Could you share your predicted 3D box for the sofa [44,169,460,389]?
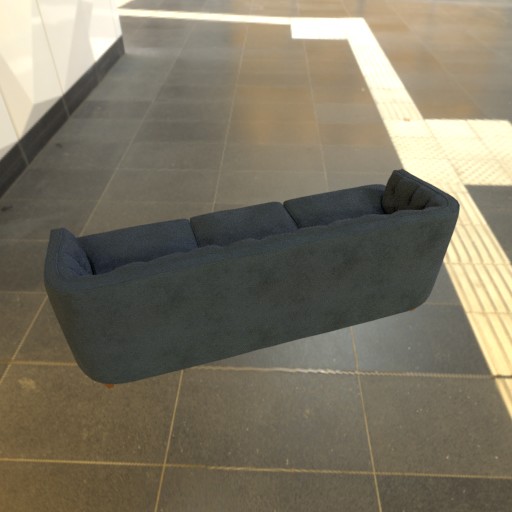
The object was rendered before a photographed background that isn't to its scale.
[{"bbox_3d":[0.000,0.000,2.703,2.278,0.855,0.941,-12,42,-13],"label":"sofa"}]
